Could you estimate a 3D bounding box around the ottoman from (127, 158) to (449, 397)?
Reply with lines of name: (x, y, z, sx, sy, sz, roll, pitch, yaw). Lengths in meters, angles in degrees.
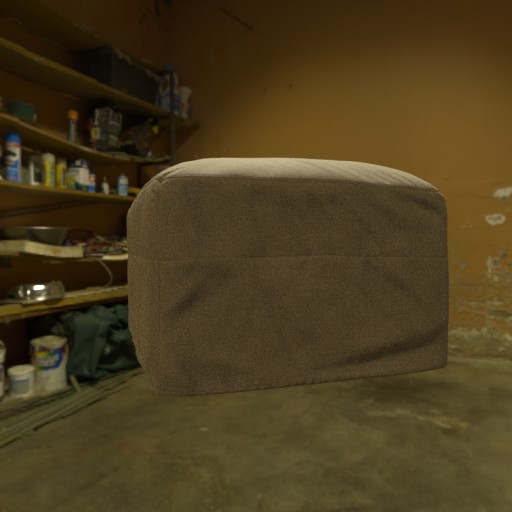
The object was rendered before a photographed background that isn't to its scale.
ottoman: (0.000, 0.000, 1.252, 0.683, 0.481, 0.837, 0, 1, -19)
